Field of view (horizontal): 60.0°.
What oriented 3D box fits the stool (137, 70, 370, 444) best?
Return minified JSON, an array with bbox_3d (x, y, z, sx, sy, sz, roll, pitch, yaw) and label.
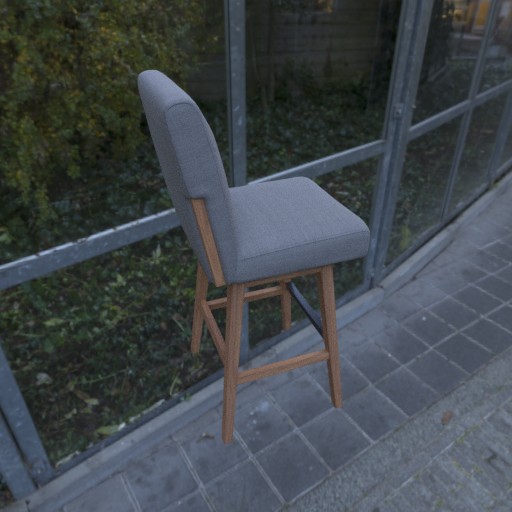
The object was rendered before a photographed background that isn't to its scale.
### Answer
[{"bbox_3d":[0.000,0.000,1.437,0.570,1.112,0.483,-11,33,-17],"label":"stool"}]
